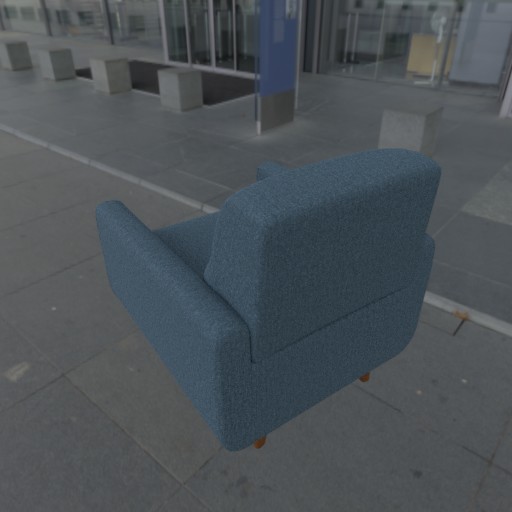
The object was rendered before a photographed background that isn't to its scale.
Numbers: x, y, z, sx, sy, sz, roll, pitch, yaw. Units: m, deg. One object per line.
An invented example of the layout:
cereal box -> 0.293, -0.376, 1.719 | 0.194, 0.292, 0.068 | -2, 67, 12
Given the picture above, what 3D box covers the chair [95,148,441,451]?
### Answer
chair -> 0.000, 0.000, 1.662 | 0.880, 0.940, 0.964 | -20, 37, -29
